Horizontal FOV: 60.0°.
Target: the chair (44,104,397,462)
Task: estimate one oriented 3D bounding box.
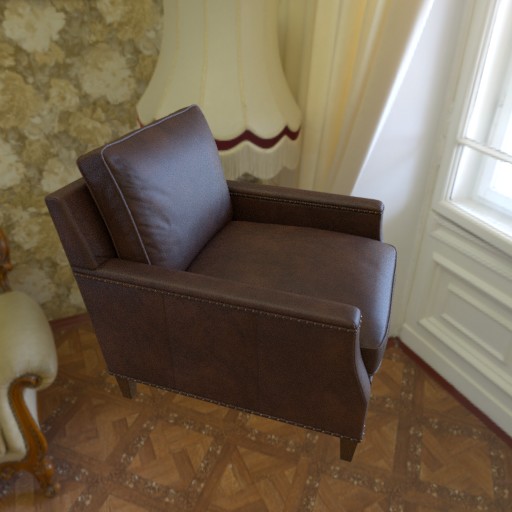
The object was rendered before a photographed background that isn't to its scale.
[{"bbox_3d":[0.000,0.000,1.646,1.014,0.929,0.853,10,32,16],"label":"chair"}]
